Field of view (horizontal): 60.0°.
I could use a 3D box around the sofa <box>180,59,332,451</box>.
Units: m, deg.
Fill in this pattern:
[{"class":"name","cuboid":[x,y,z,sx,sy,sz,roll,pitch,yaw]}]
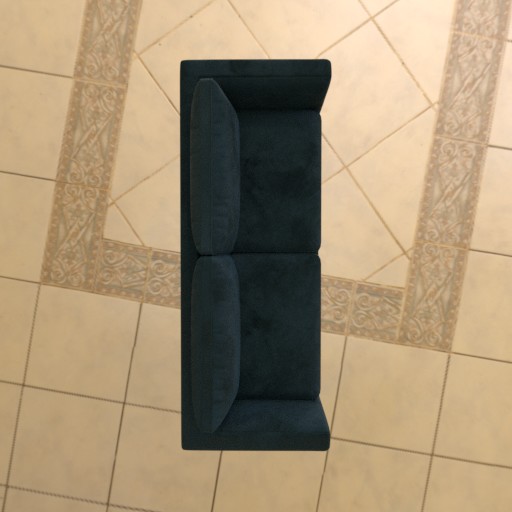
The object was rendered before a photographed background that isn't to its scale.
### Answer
[{"class":"sofa","cuboid":[0.000,0.000,2.736,0.853,0.998,2.212,0,91,0]}]
